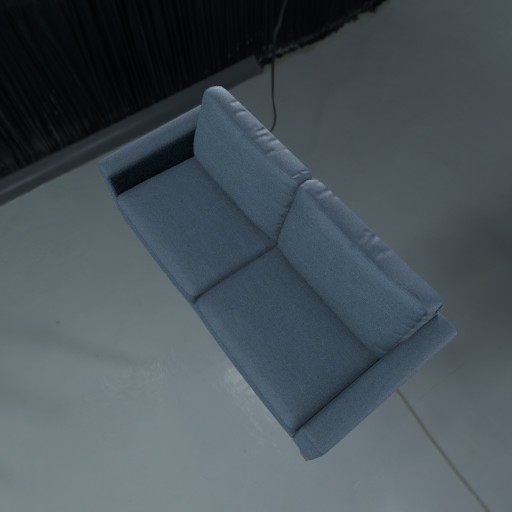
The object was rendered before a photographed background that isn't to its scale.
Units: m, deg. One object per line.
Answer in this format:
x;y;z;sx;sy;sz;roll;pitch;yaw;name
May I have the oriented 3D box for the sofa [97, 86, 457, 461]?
0.000;0.000;2.385;0.877;0.865;1.900;-35;68;-16;sofa
